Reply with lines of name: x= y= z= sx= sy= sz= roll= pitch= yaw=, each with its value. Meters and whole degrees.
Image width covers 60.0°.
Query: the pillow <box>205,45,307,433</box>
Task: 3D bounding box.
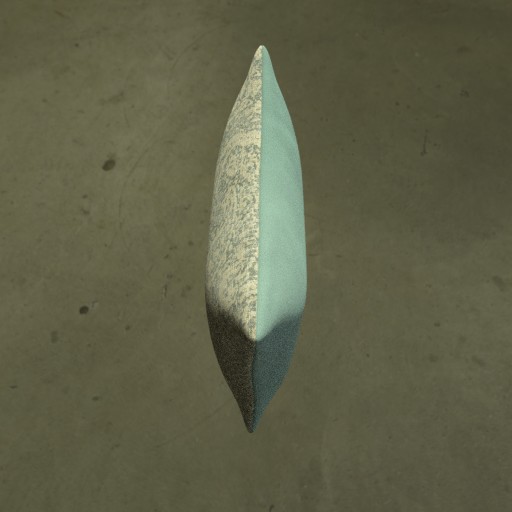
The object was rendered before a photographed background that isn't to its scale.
pillow: x=0.000 y=0.000 z=0.816 sx=0.166 sy=0.507 sz=0.526 roll=1 pitch=58 yaw=1
